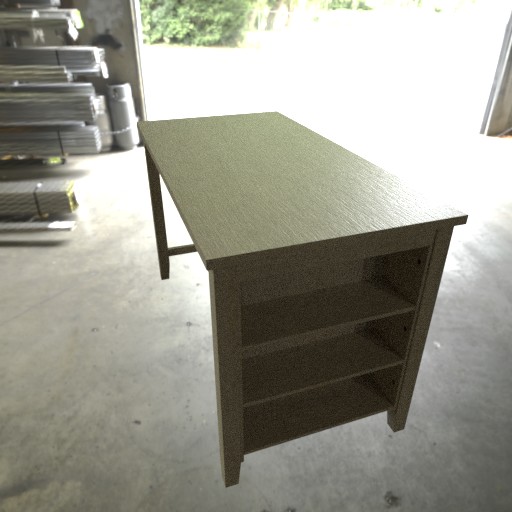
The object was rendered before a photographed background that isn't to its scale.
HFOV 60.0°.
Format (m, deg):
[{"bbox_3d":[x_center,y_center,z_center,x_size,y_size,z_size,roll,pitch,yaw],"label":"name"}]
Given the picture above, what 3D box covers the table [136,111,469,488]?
[{"bbox_3d":[0.000,0.000,1.884,0.729,0.874,1.397,-10,31,-17],"label":"table"}]
